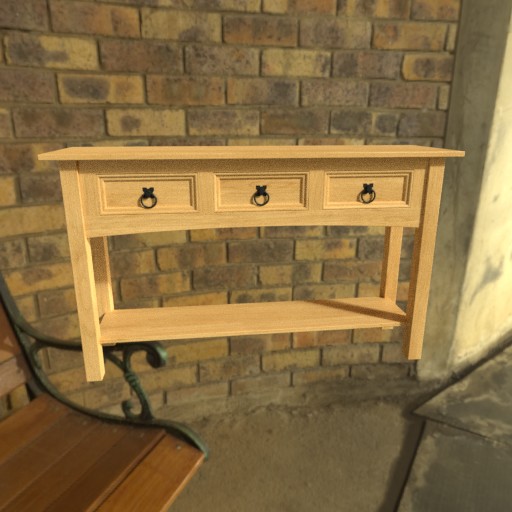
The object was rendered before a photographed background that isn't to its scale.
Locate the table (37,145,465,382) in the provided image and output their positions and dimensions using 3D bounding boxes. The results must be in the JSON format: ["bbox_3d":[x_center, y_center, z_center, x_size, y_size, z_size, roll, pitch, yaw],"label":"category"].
[{"bbox_3d":[0.000,0.000,1.549,1.240,0.730,0.350,-2,17,-7],"label":"table"}]
